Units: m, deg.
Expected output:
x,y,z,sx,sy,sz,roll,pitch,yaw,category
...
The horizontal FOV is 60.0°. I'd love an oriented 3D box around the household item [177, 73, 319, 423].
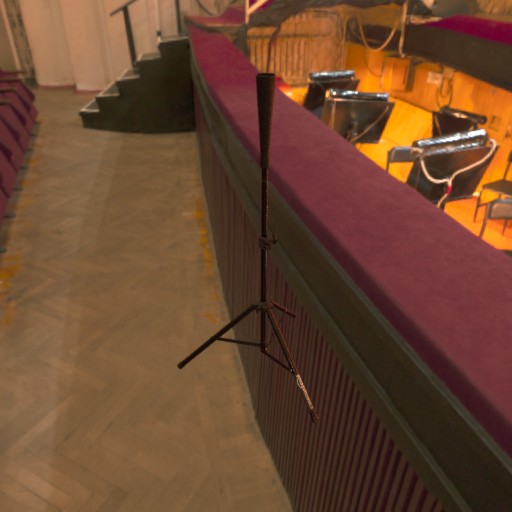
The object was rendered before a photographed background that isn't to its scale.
x,y,z,sx,sy,sz,roll,pitch,yaw,category
0.000,0.000,1.411,0.559,1.067,0.559,-10,33,-16,household item
